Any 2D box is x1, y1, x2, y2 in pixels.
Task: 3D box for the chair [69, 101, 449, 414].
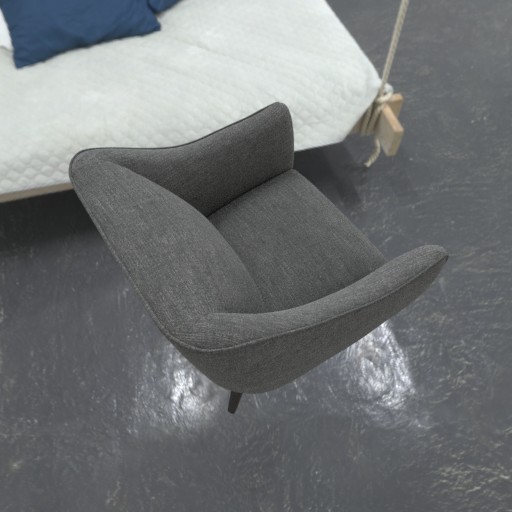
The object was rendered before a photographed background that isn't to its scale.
[{"bbox_3d":[0.000,0.000,1.520,0.851,0.829,0.870,-30,61,-18],"label":"chair"}]
